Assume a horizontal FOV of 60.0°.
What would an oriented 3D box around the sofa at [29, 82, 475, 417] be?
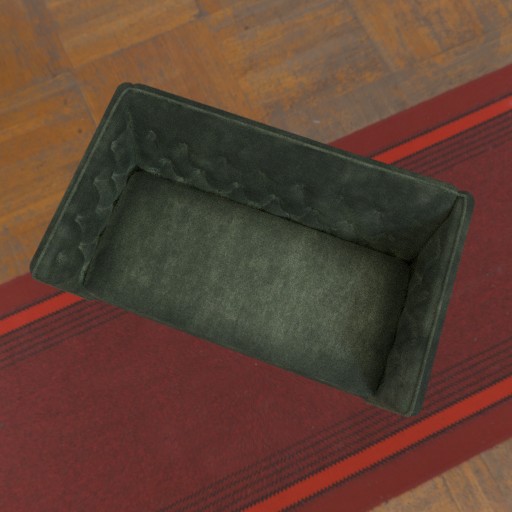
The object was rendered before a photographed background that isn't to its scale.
[{"bbox_3d":[0.000,0.000,2.033,1.537,0.768,0.895,19,77,5],"label":"sofa"}]
